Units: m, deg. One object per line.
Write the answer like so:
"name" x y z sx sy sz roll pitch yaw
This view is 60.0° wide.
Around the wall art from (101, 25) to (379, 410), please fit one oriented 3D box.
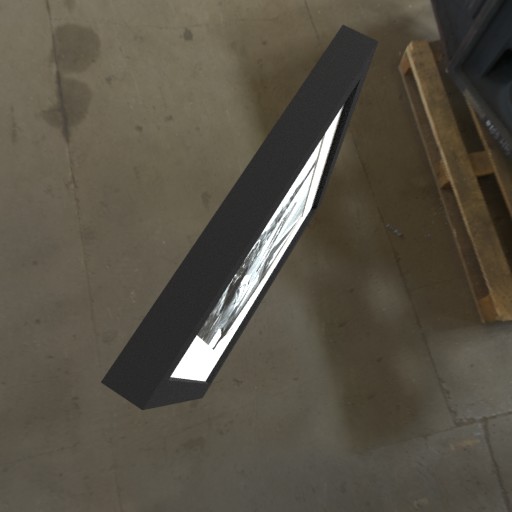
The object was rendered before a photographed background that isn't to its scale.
"wall art" 0.000 0.000 0.446 0.030 0.305 0.308 30 76 8
